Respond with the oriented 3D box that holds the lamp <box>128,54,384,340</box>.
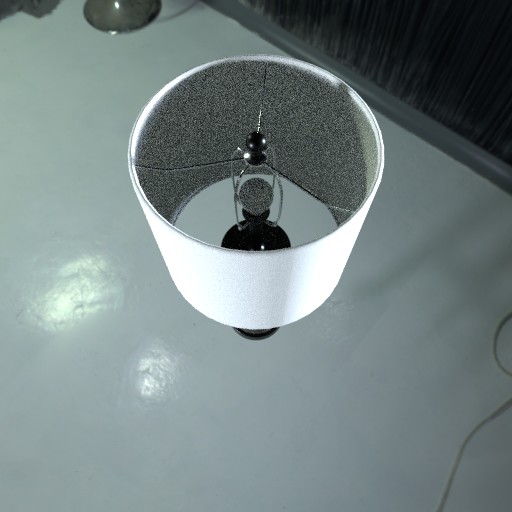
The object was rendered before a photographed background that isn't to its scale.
[{"bbox_3d":[0.000,0.000,0.803,0.305,0.634,0.305,36,69,16],"label":"lamp"}]
